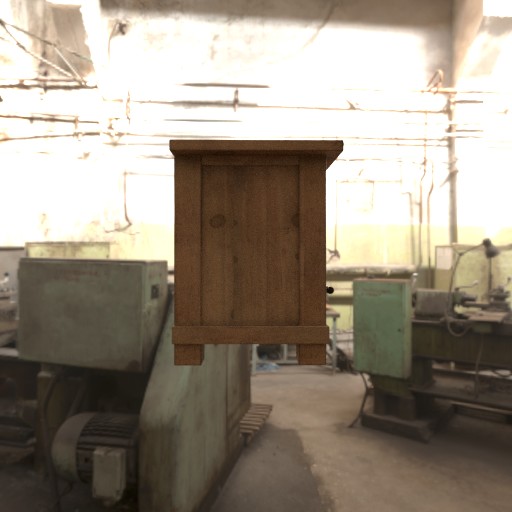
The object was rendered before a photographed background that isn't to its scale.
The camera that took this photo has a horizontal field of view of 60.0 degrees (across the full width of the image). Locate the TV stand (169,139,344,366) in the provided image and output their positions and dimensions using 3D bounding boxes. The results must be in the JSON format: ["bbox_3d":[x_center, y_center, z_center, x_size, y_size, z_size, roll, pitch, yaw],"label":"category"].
[{"bbox_3d":[0.000,0.000,1.998,0.453,0.573,1.804,0,0,-1],"label":"TV stand"}]
